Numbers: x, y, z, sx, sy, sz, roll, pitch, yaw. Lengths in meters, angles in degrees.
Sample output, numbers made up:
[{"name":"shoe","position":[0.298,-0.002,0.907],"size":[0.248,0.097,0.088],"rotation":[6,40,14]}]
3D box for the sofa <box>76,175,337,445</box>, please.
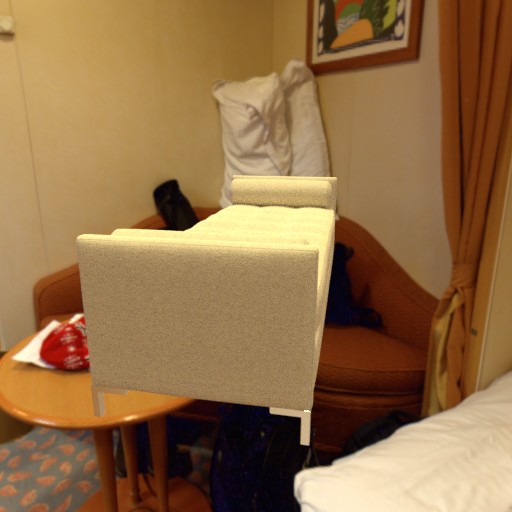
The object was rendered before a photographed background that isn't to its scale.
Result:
[{"name":"sofa","position":[0.000,0.000,2.398],"size":[0.797,0.655,2.102],"rotation":[3,16,11]}]
